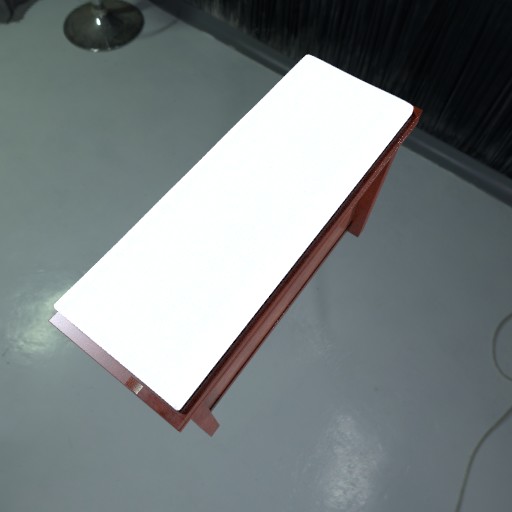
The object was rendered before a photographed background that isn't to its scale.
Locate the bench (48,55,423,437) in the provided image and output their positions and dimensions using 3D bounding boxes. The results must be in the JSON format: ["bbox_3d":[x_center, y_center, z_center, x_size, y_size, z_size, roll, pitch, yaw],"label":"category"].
[{"bbox_3d":[0.000,0.000,1.305,0.369,0.646,0.987,34,68,16],"label":"bench"}]
